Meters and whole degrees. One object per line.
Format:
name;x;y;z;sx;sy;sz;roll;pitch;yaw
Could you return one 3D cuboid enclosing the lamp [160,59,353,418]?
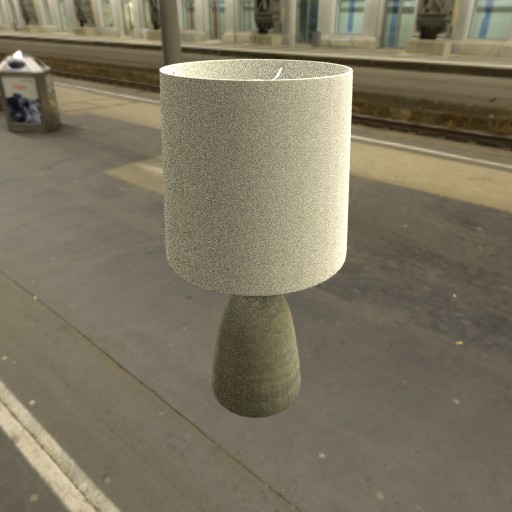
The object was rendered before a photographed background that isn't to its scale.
lamp;0.000;0.000;0.471;0.186;0.369;0.186;0;29;0
